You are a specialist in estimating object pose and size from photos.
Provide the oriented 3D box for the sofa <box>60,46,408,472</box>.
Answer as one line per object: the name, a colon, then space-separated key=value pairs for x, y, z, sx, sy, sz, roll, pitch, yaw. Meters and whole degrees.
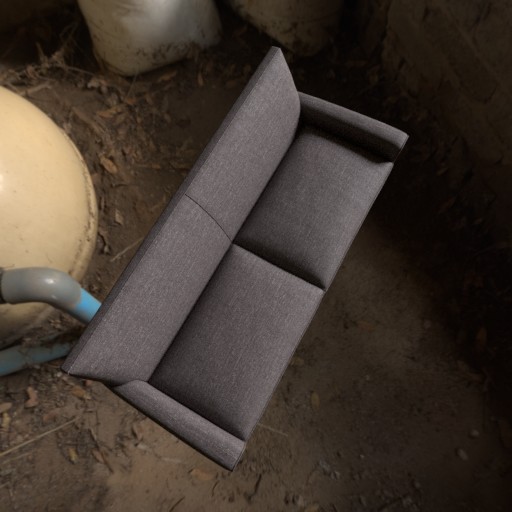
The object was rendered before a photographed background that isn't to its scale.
sofa: x=0.000 y=0.000 z=2.455 sx=0.875 sy=0.846 sz=1.976 roll=28 pitch=76 yaw=8
